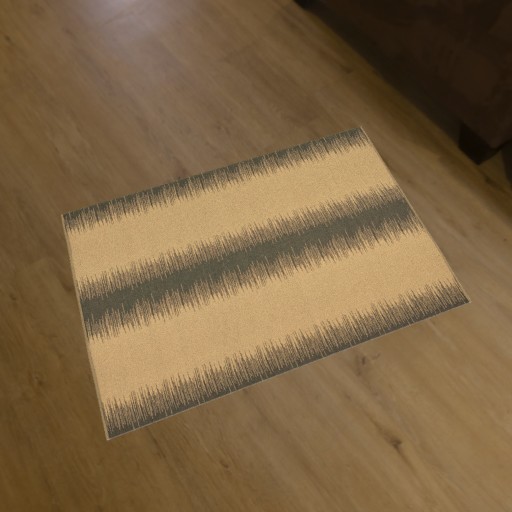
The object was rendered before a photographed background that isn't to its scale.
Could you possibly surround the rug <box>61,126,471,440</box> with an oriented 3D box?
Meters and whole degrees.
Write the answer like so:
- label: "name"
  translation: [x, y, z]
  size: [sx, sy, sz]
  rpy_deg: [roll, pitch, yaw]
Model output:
- label: "rug"
  translation: [0.000, 0.000, 2.333]
  size: [1.854, 0.006, 1.234]
  rpy_deg: [-18, 65, -9]
